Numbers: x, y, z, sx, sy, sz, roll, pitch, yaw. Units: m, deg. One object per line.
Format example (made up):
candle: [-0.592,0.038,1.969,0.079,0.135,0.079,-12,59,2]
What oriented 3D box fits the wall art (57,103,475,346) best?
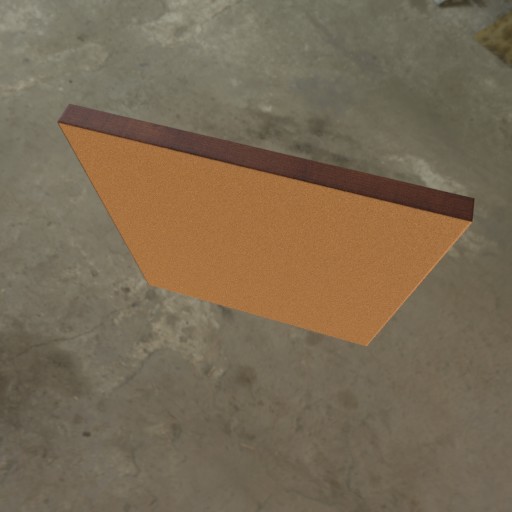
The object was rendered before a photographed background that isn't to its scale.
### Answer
wall art: [0.000,0.000,0.832,0.554,0.572,0.037,15,65,7]
